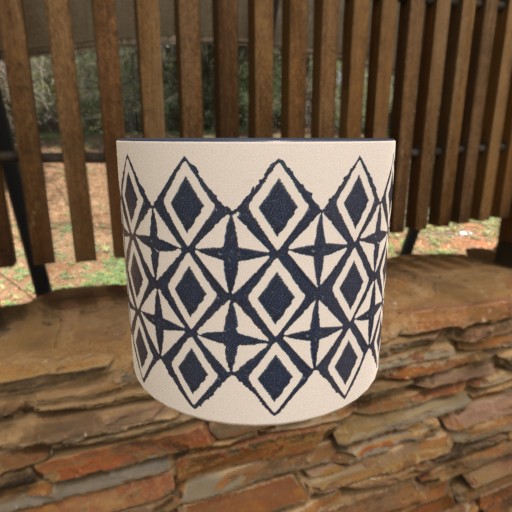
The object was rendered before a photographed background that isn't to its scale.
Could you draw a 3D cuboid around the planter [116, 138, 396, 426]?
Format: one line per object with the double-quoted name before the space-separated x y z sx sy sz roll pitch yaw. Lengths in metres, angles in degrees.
"planter" 0.000 0.000 0.395 0.224 0.203 0.224 0 15 0
